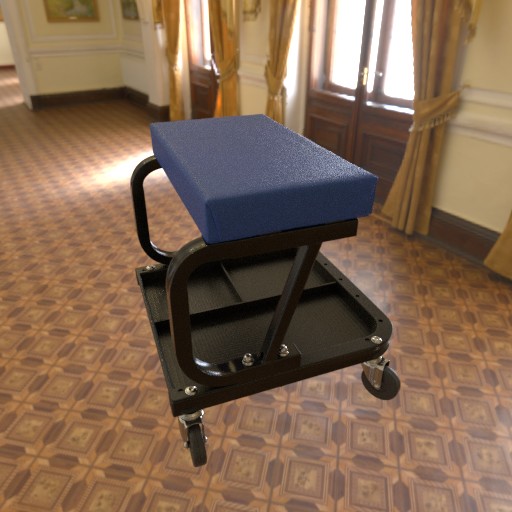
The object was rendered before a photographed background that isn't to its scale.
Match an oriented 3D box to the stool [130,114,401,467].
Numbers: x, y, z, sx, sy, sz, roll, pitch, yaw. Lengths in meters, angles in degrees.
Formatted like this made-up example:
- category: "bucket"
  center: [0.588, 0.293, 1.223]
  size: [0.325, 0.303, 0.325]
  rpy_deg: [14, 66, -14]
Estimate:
- category: "stool"
  center: [0.000, 0.000, 0.735]
  size: [0.371, 0.380, 0.446]
  rpy_deg: [-11, 31, -18]
